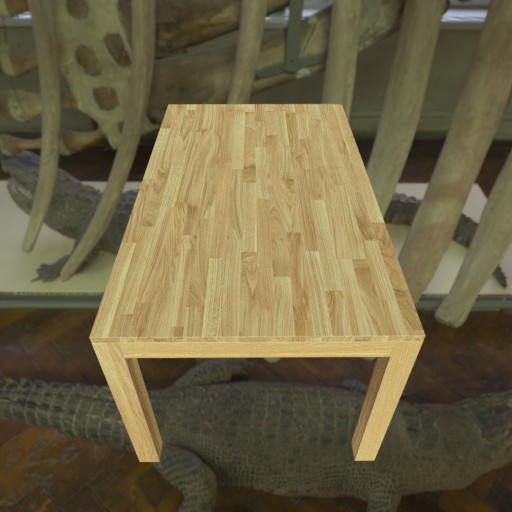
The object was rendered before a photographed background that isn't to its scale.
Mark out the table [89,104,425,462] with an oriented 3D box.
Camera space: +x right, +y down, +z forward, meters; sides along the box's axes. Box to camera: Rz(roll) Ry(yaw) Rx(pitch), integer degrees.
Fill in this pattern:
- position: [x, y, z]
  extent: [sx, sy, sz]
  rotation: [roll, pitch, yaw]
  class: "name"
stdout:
- position: [0.000, 0.000, 2.000]
  extent: [0.900, 0.770, 1.500]
  rotation: [0, 42, 0]
  class: "table"
